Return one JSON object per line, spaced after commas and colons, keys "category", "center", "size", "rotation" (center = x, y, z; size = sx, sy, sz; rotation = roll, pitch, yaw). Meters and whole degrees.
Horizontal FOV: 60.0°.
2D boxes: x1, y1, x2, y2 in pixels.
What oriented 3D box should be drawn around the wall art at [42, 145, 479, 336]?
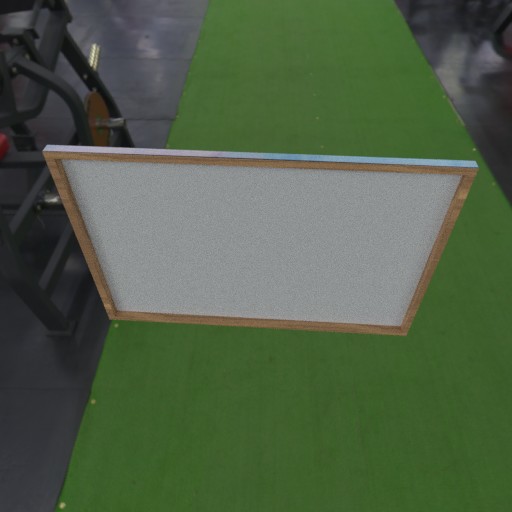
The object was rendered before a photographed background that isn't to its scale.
{"category": "wall art", "center": [0.000, 0.000, 1.435], "size": [1.137, 0.756, 0.034], "rotation": [3, 46, 3]}
